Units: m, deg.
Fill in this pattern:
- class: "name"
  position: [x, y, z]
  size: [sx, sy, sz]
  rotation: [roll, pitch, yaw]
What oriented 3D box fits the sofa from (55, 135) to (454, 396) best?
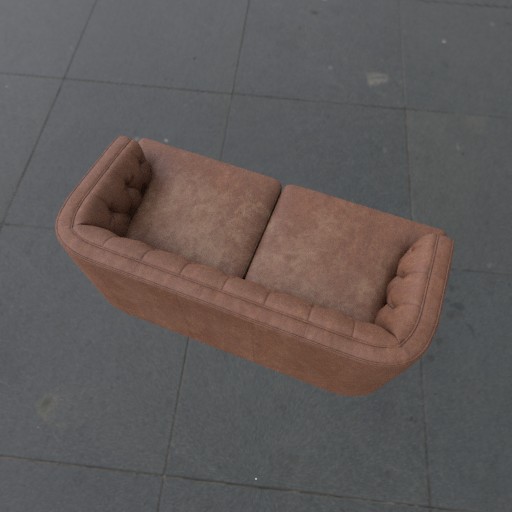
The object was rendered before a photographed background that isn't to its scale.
- class: "sofa"
  position: [0.000, 0.000, 2.271]
  size: [1.755, 0.786, 0.914]
  rotation: [19, 65, 9]
